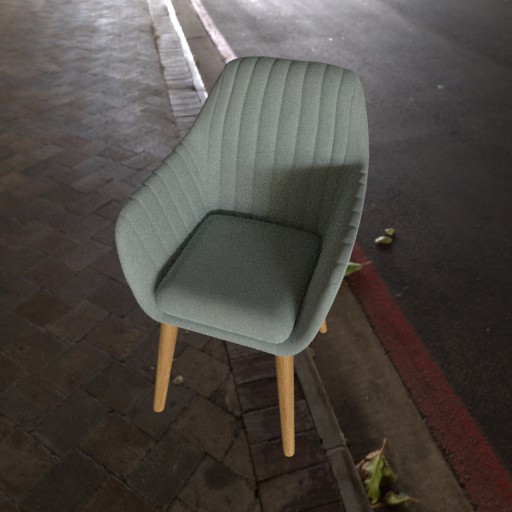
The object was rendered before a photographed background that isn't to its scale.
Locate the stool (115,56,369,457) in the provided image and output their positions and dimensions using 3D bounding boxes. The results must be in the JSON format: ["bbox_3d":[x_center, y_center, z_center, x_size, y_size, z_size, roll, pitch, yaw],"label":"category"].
[{"bbox_3d":[0.000,0.000,1.172,0.503,0.830,0.590,13,43,14],"label":"stool"}]
